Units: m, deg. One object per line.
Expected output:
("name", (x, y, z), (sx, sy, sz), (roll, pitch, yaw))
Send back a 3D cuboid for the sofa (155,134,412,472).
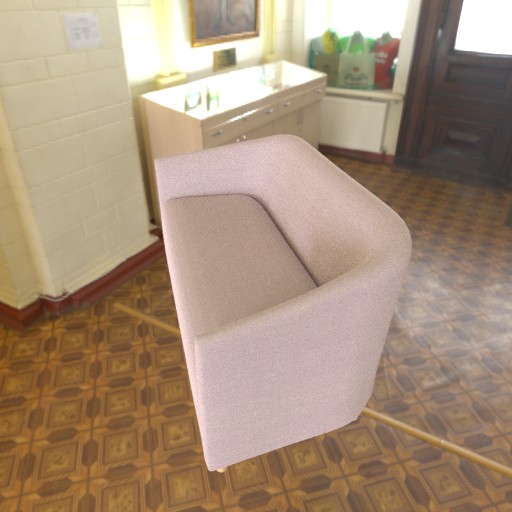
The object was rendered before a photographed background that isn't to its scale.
("sofa", (0.000, 0.000, 1.858), (0.705, 0.721, 1.452), (-8, 32, -13))
